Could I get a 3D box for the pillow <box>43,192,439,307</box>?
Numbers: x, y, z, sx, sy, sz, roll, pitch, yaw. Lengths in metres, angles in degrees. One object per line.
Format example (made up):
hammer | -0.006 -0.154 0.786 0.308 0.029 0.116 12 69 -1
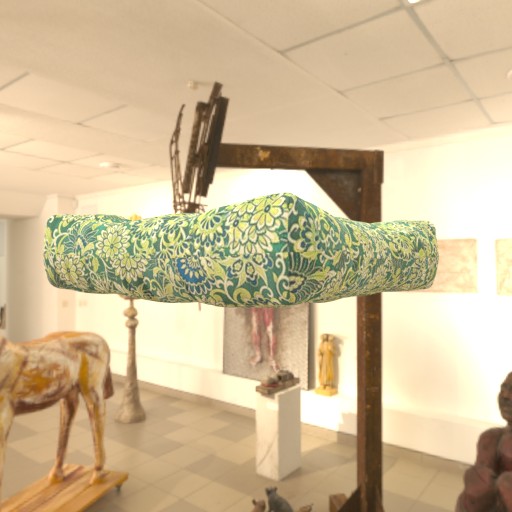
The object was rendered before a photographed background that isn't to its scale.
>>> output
pillow | 0.000 0.000 0.726 0.468 0.128 0.490 0 -1 37
